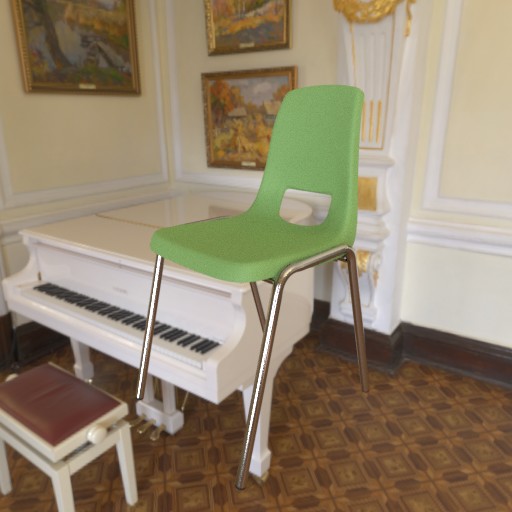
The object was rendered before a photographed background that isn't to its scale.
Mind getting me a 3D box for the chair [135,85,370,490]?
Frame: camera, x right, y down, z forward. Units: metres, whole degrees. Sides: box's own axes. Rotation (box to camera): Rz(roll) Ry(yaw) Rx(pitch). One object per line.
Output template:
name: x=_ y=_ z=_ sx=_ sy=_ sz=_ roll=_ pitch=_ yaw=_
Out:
chair: x=0.000 y=0.000 z=0.953 sx=0.436 sy=0.704 sz=0.381 roll=-16 pitch=24 yaw=-41
